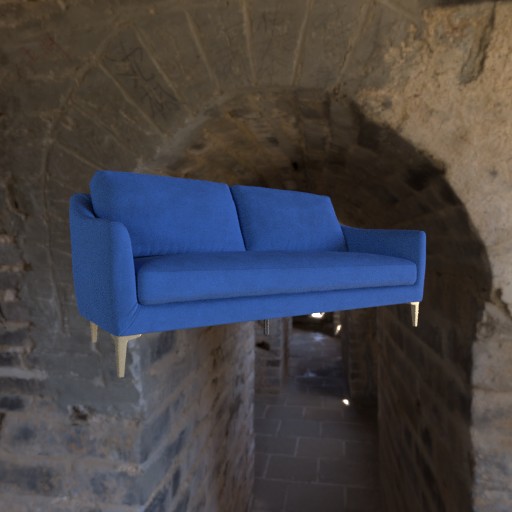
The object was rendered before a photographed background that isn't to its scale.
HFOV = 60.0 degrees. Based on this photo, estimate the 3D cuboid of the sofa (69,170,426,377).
[{"bbox_3d":[0.000,0.000,2.594,2.036,0.903,0.960,0,1,-37],"label":"sofa"}]
